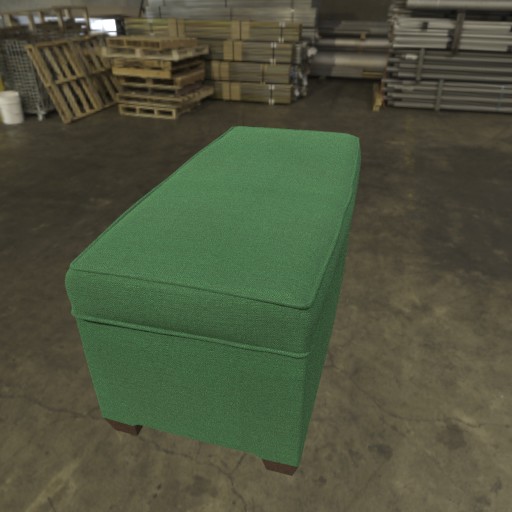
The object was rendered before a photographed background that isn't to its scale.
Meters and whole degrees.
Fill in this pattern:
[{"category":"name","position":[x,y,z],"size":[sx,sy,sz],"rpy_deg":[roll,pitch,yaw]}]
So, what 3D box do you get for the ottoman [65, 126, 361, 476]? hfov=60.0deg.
[{"category":"ottoman","position":[0.000,0.000,1.196],"size":[0.483,0.471,0.957],"rpy_deg":[8,33,13]}]
